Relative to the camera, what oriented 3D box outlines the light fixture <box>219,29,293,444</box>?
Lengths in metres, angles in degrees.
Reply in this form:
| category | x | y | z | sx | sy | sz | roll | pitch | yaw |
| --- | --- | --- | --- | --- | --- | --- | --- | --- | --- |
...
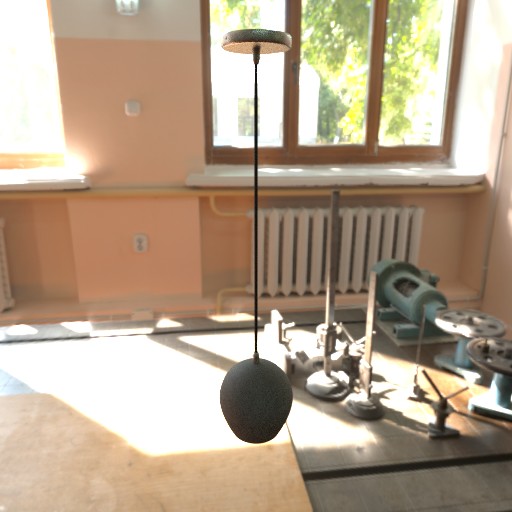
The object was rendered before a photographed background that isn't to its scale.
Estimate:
| category | x | y | z | sx | sy | sz | roll | pitch | yaw |
| --- | --- | --- | --- | --- | --- | --- | --- | --- | --- |
| light fixture | 0.000 | 0.000 | 0.842 | 0.153 | 0.760 | 0.153 | 8 | 17 | 26 |
